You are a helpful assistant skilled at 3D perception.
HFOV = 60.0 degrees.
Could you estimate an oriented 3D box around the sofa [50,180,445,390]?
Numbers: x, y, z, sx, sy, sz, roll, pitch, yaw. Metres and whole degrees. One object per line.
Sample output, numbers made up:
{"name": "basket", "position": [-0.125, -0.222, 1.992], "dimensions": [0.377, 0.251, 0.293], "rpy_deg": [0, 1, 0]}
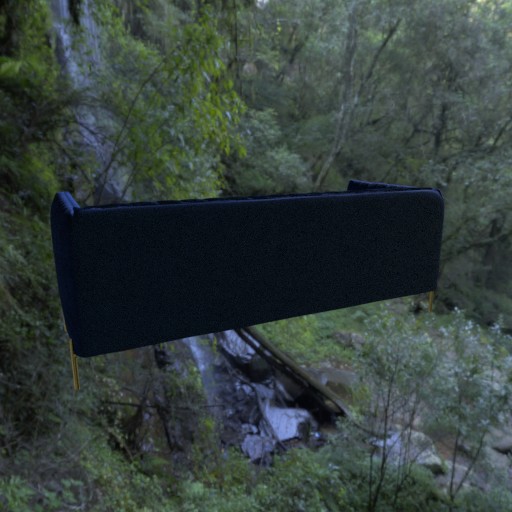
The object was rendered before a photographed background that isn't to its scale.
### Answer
{"name": "sofa", "position": [0.000, 0.000, 2.600], "dimensions": [2.136, 0.793, 0.896], "rpy_deg": [-7, 16, -25]}
